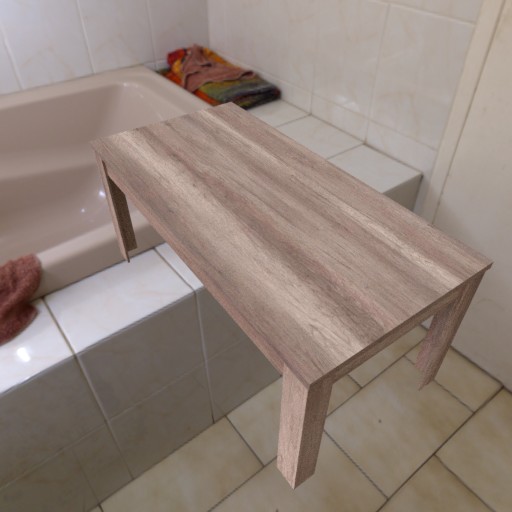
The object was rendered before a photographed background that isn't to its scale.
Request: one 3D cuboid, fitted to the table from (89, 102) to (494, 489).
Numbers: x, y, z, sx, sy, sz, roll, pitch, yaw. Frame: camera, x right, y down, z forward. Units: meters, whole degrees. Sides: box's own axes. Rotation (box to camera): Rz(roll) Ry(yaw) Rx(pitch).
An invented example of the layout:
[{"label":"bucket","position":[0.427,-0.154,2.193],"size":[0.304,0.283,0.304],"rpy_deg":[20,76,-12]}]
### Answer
[{"label":"table","position":[0.000,0.000,2.271],"size":[0.900,0.790,1.800],"rpy_deg":[-25,48,-26]}]
